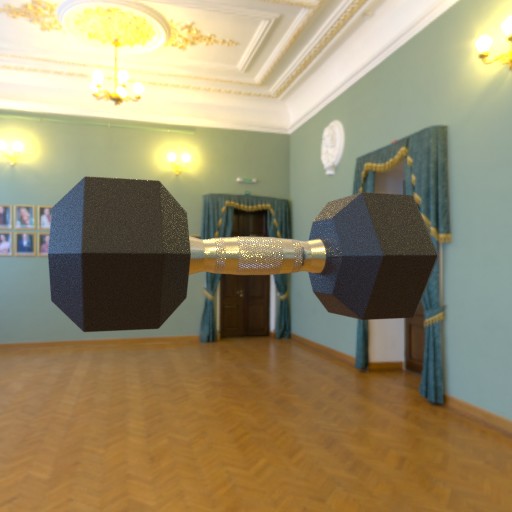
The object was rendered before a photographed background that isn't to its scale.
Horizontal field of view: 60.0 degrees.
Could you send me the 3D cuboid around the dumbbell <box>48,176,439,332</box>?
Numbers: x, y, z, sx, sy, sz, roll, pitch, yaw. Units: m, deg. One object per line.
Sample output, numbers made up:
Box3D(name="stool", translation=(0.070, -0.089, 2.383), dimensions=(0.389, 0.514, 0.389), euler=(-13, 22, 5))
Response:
Box3D(name="dumbbell", translation=(0.000, 0.000, 0.428), dimensions=(0.356, 0.123, 0.141), euler=(0, -1, -18))
